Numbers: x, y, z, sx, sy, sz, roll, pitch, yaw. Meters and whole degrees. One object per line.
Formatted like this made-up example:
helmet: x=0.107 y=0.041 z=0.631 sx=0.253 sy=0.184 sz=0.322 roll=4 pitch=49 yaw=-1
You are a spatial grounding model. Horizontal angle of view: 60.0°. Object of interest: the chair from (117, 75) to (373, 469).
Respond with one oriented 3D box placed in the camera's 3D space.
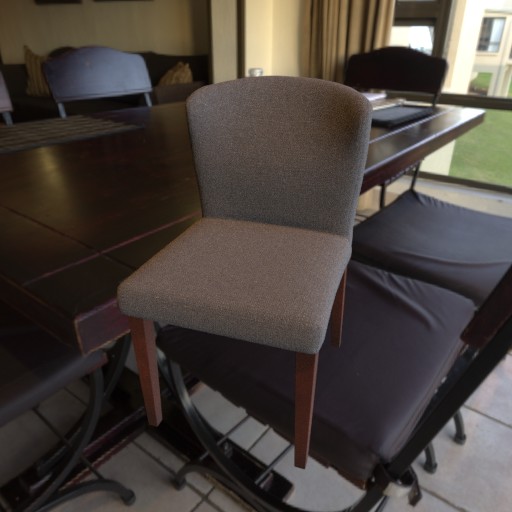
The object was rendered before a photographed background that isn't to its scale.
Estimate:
chair: x=0.000 y=0.000 z=1.173 sx=0.491 sy=0.839 sz=0.589 roll=9 pitch=29 yaw=17
